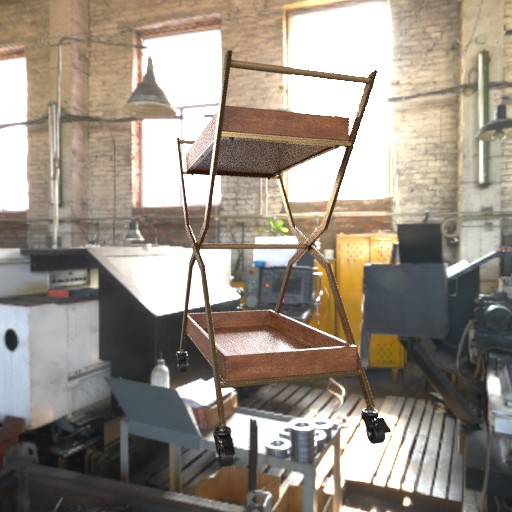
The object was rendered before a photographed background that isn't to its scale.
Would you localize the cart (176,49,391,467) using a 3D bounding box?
[{"bbox_3d":[0.000,0.000,1.337,0.405,0.869,0.836,0,1,-17],"label":"cart"}]
